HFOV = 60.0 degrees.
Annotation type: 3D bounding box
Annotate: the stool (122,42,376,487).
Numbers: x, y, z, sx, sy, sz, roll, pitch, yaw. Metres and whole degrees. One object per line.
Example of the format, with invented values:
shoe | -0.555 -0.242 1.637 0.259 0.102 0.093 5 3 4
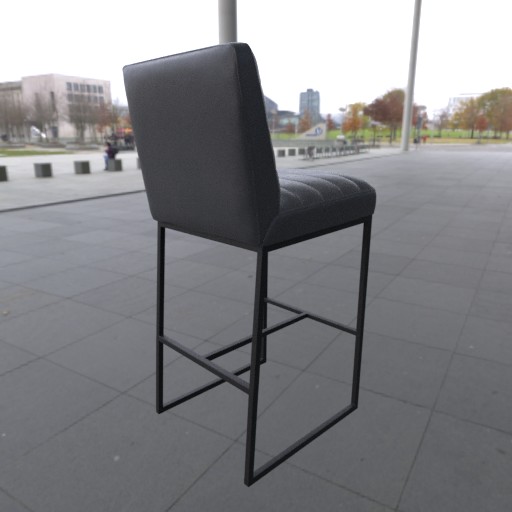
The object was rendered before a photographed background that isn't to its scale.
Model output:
stool | 0.000 0.000 1.294 0.552 1.040 0.457 -14 21 -42
